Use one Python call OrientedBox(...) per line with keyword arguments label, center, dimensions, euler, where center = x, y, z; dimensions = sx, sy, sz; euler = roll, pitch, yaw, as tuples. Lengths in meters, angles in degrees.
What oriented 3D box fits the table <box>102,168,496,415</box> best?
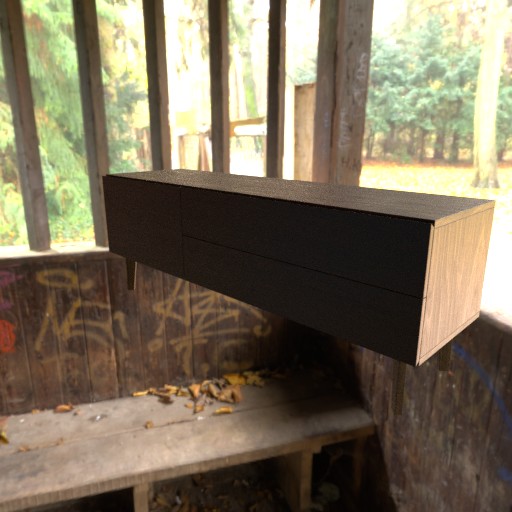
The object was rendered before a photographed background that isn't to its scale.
OrientedBox(label="table", center=(0.000, 0.000, 1.582), dimensions=(1.397, 0.508, 0.405), euler=(15, 22, 42))
